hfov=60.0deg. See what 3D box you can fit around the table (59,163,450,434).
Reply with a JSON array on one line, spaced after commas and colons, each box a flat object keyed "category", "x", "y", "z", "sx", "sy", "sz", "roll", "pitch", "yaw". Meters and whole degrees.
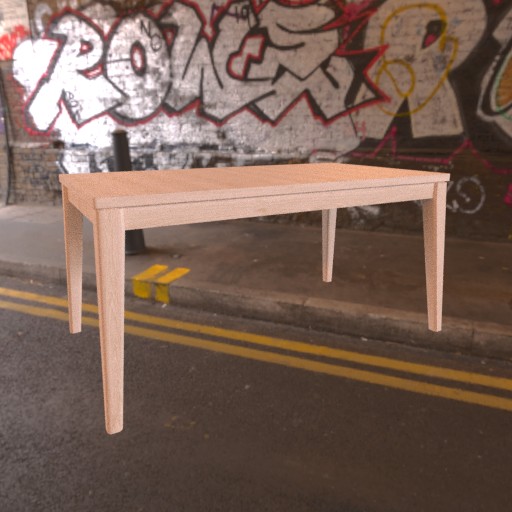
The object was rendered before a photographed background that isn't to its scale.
[{"category": "table", "x": 0.000, "y": 0.000, "z": 2.081, "sx": 1.600, "sy": 0.760, "sz": 0.900, "roll": -9, "pitch": 18, "yaw": -28}]
